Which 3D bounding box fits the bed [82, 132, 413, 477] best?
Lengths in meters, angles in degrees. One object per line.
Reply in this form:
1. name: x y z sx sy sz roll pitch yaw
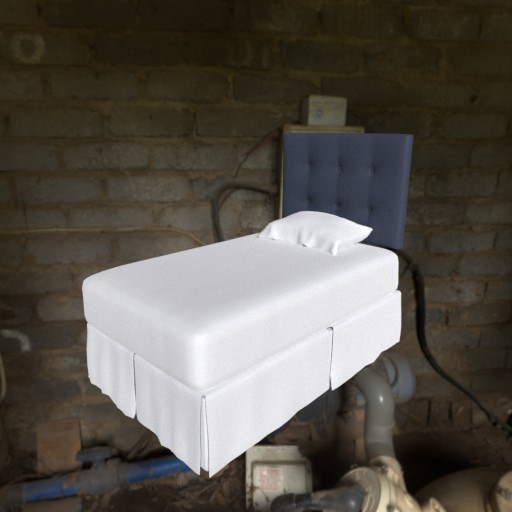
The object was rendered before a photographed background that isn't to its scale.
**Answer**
1. bed: 0.000 0.000 2.976 1.261 1.571 1.997 15 22 42
